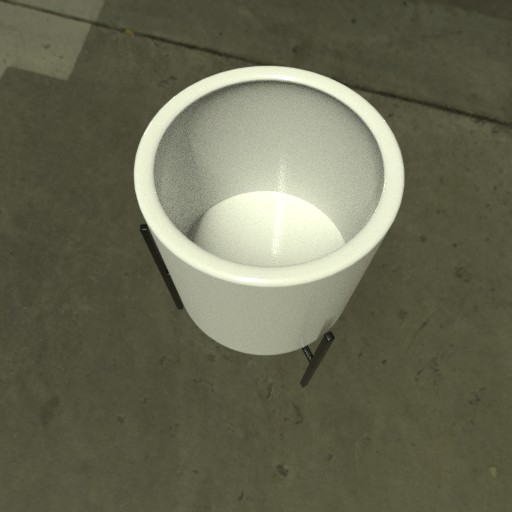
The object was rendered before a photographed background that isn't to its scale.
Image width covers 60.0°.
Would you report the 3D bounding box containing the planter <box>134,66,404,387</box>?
[{"bbox_3d":[0.000,0.000,0.517,0.239,0.356,0.239,1,64,0],"label":"planter"}]
